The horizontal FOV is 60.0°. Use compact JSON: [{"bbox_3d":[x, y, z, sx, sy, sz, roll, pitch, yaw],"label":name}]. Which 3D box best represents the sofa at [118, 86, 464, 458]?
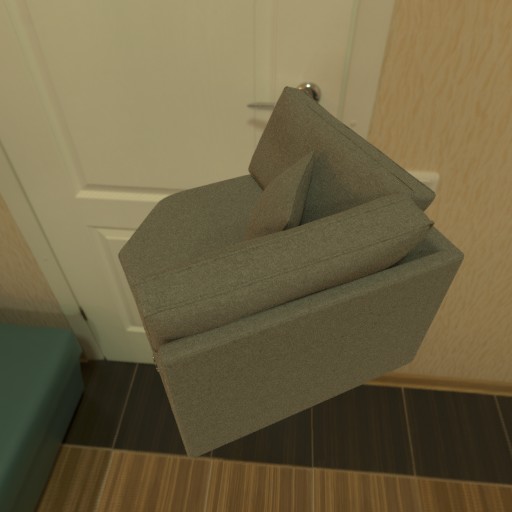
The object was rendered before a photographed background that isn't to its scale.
[{"bbox_3d":[0.000,0.000,1.833,1.042,0.951,1.050,-18,49,-16],"label":"sofa"}]
